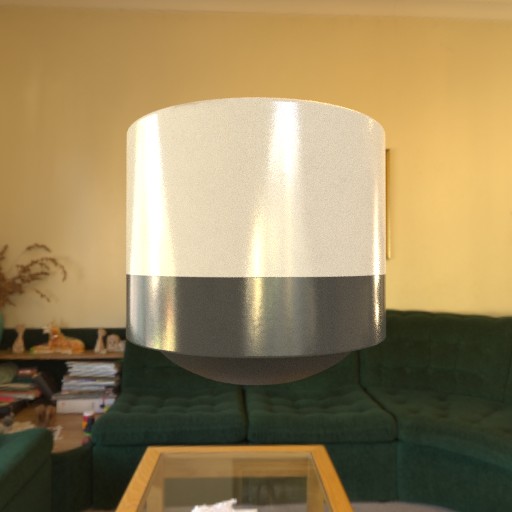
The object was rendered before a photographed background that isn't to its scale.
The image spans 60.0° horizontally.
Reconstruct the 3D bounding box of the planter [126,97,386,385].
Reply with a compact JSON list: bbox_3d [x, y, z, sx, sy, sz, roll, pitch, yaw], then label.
[{"bbox_3d":[0.000,0.000,0.343,0.193,0.177,0.193,0,-1,0],"label":"planter"}]
